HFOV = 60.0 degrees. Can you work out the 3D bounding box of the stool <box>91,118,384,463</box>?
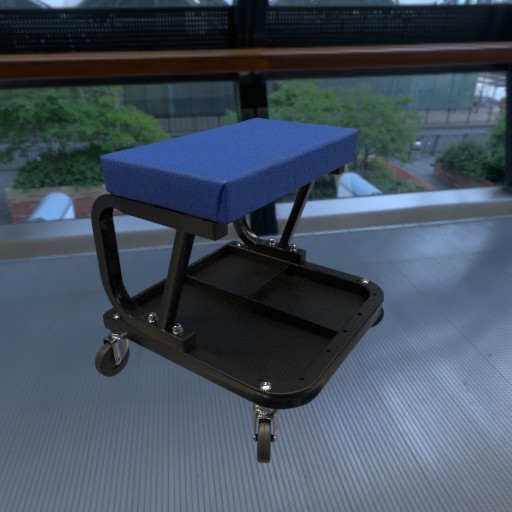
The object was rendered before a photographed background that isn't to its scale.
[{"bbox_3d":[0.000,0.000,0.739,0.371,0.380,0.446,17,31,30],"label":"stool"}]
